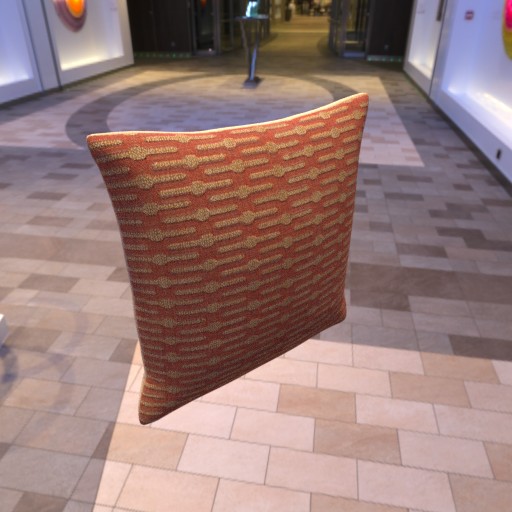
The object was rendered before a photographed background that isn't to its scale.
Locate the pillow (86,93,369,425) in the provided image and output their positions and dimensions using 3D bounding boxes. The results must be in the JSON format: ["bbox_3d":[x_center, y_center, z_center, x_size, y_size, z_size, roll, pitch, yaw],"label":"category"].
[{"bbox_3d":[0.000,0.000,0.785,0.511,0.503,0.182,-20,36,-31],"label":"pillow"}]
